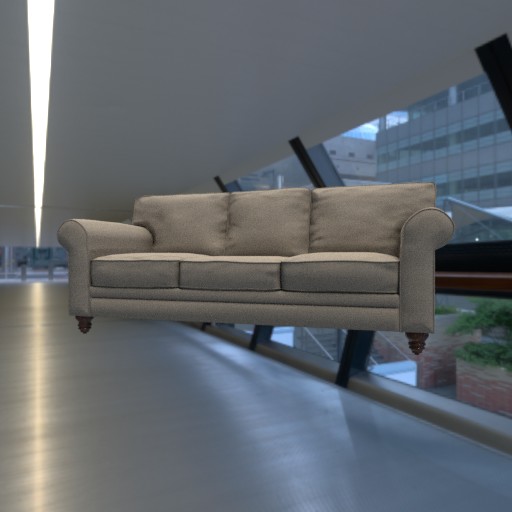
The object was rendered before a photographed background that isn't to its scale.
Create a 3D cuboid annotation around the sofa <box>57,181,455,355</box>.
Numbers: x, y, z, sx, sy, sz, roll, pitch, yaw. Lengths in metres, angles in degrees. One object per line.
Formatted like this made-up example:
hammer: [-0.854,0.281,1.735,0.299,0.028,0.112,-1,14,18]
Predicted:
sofa: [0.000,0.000,2.655,2.118,0.889,0.998,0,0,18]
